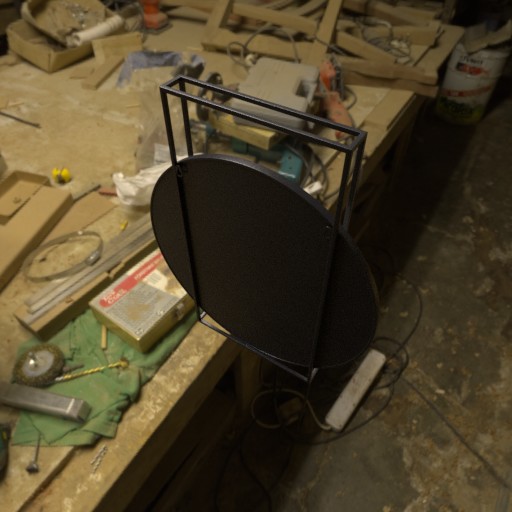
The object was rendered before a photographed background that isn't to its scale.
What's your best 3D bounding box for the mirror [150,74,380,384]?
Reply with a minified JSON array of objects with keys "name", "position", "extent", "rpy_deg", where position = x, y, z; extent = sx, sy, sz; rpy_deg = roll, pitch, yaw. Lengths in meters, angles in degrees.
[{"name":"mirror","position":[0.000,0.000,0.839],"extent":[0.508,0.603,0.051],"rpy_deg":[25,51,22]}]
